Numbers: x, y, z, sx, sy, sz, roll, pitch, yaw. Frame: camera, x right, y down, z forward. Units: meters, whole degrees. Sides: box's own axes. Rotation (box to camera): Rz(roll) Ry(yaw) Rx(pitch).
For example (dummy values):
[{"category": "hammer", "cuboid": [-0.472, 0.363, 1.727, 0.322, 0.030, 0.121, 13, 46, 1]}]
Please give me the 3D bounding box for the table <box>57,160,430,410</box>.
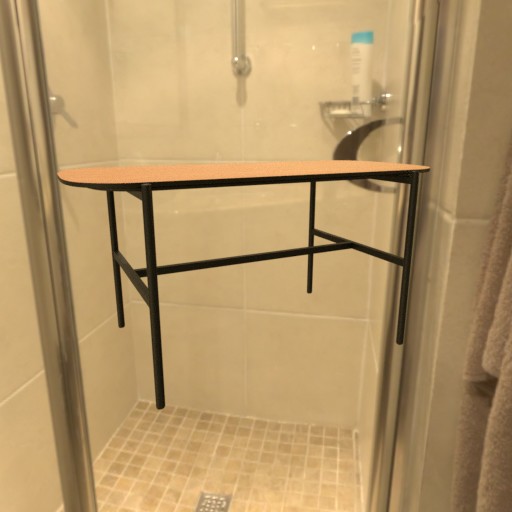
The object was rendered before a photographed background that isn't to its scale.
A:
[{"category": "table", "cuboid": [0.000, 0.000, 1.029, 0.800, 0.400, 0.400, -8, 17, -25]}]
